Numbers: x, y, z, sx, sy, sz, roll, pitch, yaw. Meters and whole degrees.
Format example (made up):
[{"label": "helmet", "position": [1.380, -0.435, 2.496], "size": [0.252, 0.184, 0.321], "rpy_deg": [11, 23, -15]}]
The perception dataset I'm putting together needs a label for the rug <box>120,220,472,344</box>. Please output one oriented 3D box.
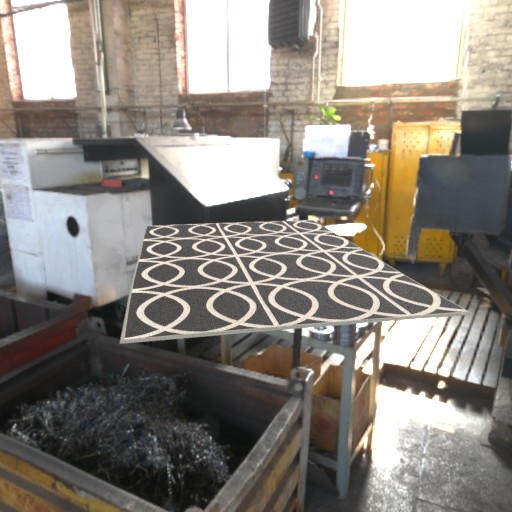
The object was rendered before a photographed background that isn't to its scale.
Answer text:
[{"label": "rug", "position": [0.000, 0.000, 2.925], "size": [1.528, 0.014, 2.294], "rpy_deg": [-3, 16, -11]}]
